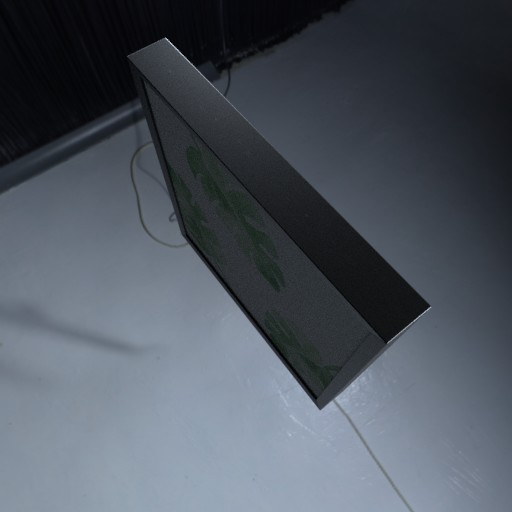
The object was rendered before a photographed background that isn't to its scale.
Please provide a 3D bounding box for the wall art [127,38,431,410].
[{"bbox_3d":[0.000,0.000,0.455,0.038,0.304,0.304,-34,69,-16],"label":"wall art"}]
